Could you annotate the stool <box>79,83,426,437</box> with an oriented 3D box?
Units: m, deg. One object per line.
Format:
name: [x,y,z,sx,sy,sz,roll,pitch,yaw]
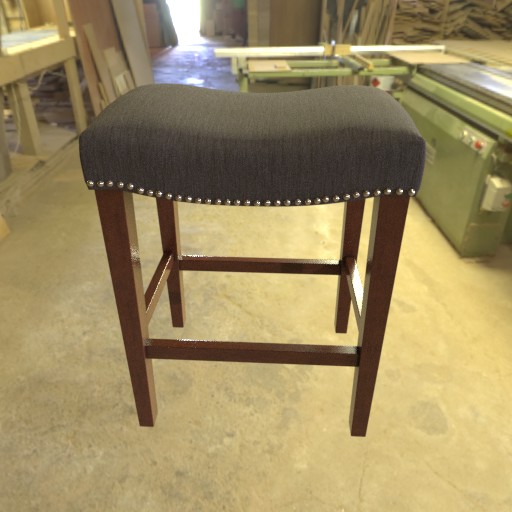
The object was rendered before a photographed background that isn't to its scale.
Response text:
stool: [0.000,0.000,0.926,0.504,0.654,0.372,2,31,3]
